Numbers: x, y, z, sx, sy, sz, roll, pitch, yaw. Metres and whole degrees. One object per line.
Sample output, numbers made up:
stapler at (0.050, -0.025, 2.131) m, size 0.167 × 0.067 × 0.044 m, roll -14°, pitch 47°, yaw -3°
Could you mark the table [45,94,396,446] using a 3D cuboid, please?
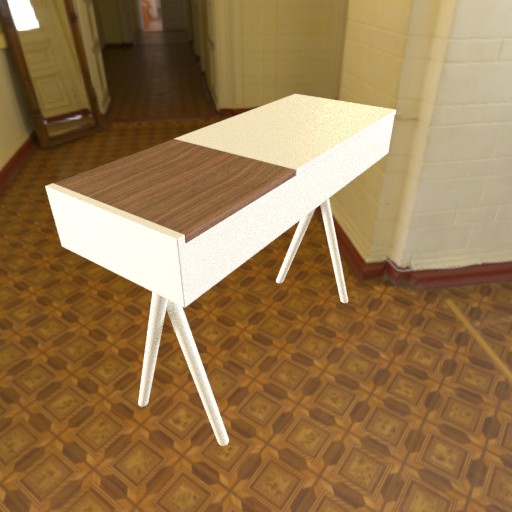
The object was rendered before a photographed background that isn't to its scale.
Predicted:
table at (0.000, 0.000, 1.460) m, size 0.418 × 0.785 × 1.066 m, roll 21°, pitch 38°, yaw 29°
